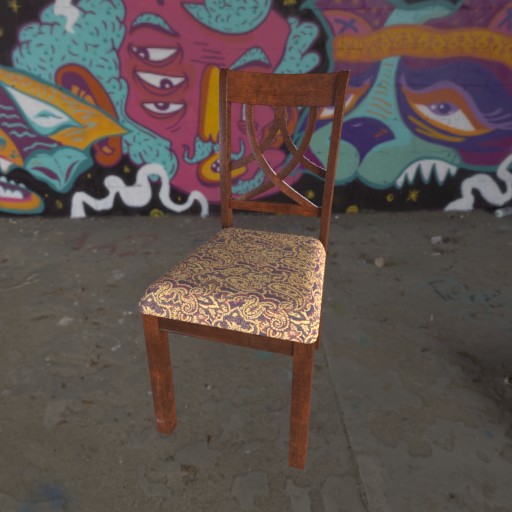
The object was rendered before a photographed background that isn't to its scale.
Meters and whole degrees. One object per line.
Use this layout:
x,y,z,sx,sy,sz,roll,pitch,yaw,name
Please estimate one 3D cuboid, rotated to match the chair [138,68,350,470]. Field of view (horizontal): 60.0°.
0.000,0.000,1.278,0.457,0.965,0.584,8,27,15,chair
